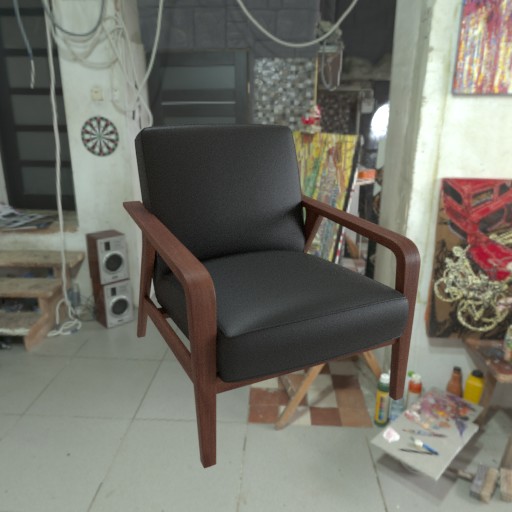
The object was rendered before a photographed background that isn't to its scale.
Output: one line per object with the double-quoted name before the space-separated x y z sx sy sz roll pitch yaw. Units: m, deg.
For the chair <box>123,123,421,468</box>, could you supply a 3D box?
"chair" 0.000 0.000 1.513 0.719 0.861 0.889 -8 19 -25
